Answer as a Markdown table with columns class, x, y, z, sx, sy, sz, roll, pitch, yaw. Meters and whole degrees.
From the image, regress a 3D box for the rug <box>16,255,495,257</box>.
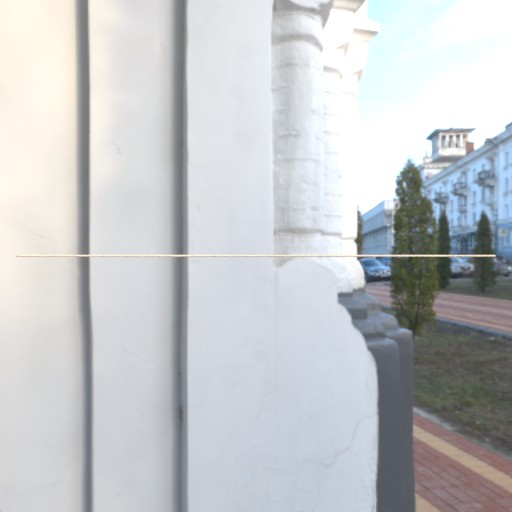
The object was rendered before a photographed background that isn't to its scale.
| class | x | y | z | sx | sy | sz | roll | pitch | yaw |
| --- | --- | --- | --- | --- | --- | --- | --- | --- | --- |
| rug | 0.000 | 0.000 | 2.296 | 1.828 | 0.007 | 1.220 | 0 | 0 | 1 |
